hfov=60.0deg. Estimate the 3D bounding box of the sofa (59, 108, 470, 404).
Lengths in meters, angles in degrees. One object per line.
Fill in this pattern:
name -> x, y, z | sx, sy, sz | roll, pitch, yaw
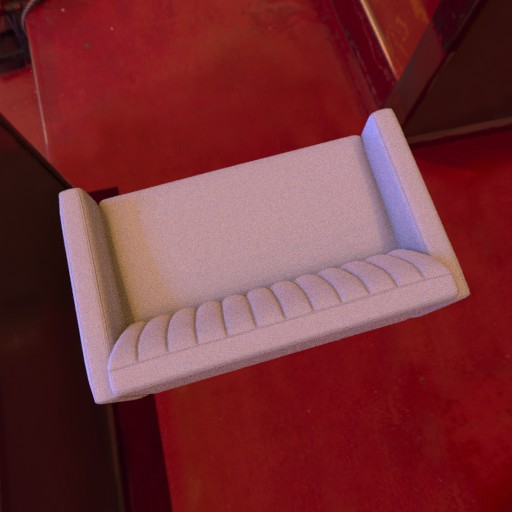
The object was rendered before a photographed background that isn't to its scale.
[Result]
sofa -> 0.000, 0.000, 2.117 | 1.585, 0.801, 0.950 | -15, 74, -4
